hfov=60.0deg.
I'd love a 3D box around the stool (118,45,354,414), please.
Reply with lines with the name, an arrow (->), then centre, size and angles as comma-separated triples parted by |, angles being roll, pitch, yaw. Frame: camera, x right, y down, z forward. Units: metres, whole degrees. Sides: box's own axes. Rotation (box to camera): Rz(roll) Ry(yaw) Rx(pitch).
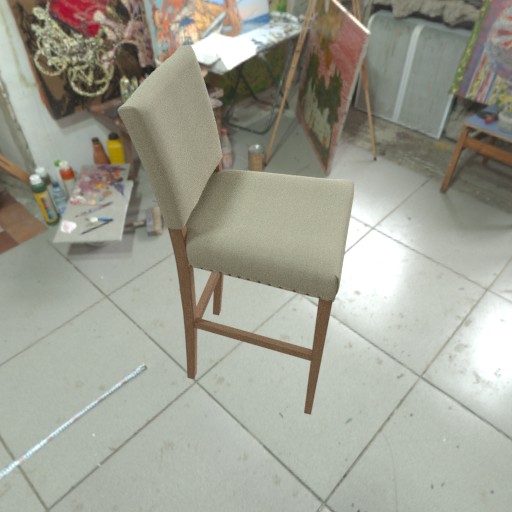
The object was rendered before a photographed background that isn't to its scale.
stool -> 0.000, 0.000, 1.435 | 0.546, 1.143, 0.428 | 10, 46, 10
